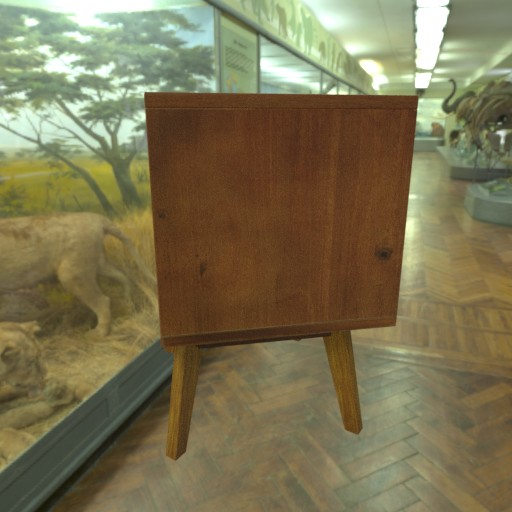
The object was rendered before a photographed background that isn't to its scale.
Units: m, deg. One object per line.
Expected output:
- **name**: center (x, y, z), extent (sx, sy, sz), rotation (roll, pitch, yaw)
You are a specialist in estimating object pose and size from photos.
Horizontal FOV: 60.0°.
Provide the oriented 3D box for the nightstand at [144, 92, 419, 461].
- **nightstand**: center (0.000, 0.000, 0.936), extent (0.411, 0.618, 0.460), rotation (-3, 17, -11)
